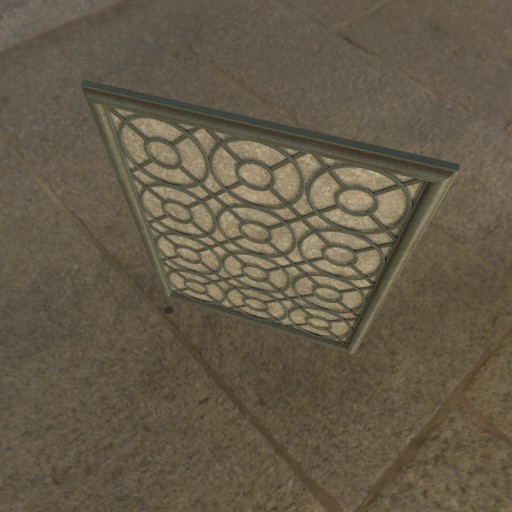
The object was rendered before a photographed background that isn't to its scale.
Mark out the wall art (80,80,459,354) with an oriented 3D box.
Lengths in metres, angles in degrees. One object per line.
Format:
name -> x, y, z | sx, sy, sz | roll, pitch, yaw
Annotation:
wall art -> 0.000, 0.000, 1.278 | 0.767, 0.983, 0.030 | 16, 60, 9
